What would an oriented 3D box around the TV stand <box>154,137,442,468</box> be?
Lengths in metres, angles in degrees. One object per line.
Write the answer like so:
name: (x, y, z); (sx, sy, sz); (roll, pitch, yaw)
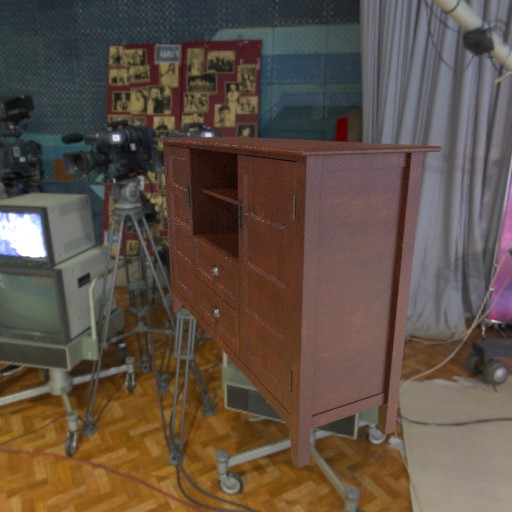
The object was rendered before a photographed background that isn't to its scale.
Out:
TV stand: (0.000, 0.000, 1.815); (0.445, 0.915, 1.372); (-8, 18, -25)
